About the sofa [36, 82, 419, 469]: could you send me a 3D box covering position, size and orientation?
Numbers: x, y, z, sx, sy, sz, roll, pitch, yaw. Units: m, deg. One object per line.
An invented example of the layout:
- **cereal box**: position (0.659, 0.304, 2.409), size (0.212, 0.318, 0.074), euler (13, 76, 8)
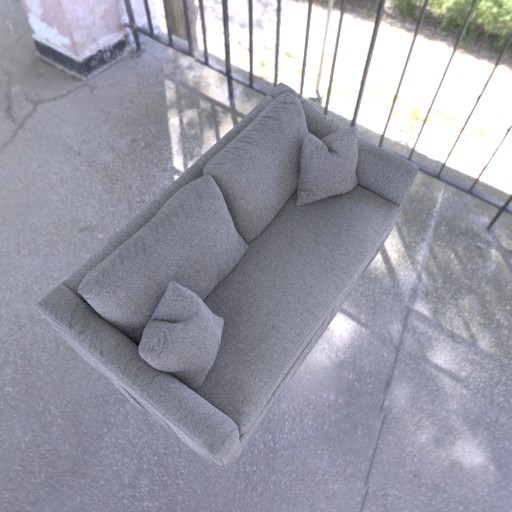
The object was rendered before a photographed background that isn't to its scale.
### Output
- **sofa**: position (0.000, 0.000, 2.570), size (1.072, 1.018, 2.010), euler (31, 62, 18)
